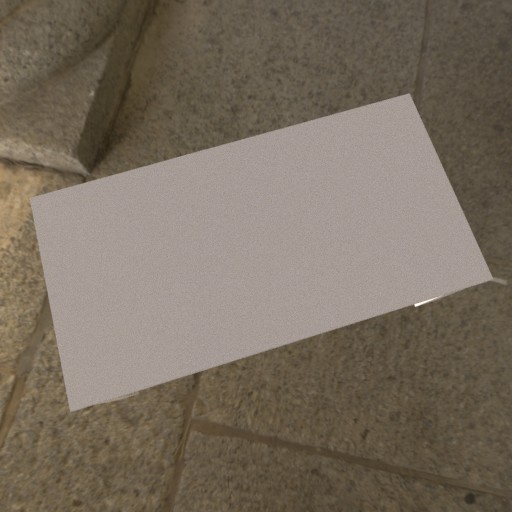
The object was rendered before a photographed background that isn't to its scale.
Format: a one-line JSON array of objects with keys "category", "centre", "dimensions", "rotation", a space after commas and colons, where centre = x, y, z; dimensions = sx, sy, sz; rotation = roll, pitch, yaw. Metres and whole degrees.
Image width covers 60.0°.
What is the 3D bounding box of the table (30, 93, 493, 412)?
[{"category": "table", "centre": [0.000, 0.000, 1.657], "dimensions": [1.350, 0.470, 0.700], "rotation": [-17, 76, -4]}]
